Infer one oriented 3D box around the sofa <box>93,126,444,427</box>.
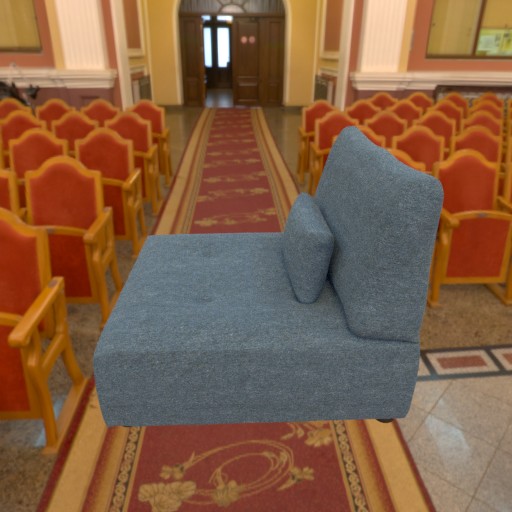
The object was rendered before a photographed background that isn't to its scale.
[{"bbox_3d":[0.000,0.000,1.678,1.000,0.820,0.930,-1,25,-2],"label":"sofa"}]
